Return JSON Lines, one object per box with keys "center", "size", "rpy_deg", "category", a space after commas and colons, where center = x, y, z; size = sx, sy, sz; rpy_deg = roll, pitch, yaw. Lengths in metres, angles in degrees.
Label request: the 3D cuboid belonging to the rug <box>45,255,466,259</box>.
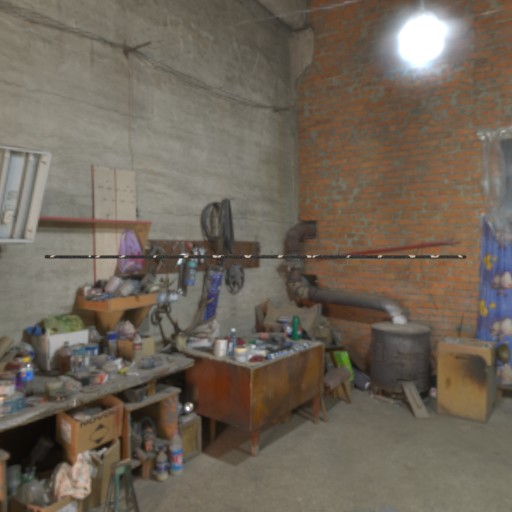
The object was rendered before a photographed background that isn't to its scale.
{"center": [0.000, 0.000, 4.055], "size": [2.439, 0.022, 3.047], "rpy_deg": [0, 0, 0], "category": "rug"}
